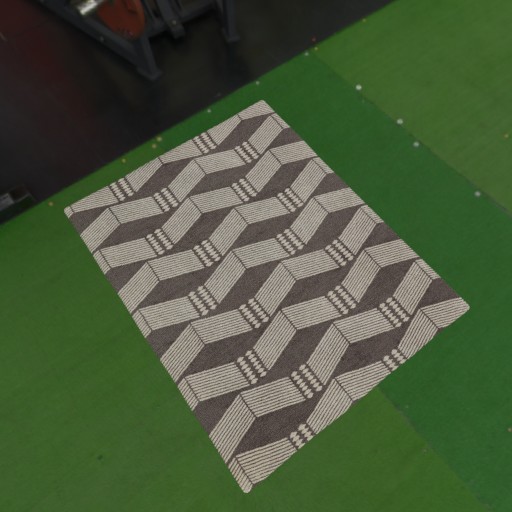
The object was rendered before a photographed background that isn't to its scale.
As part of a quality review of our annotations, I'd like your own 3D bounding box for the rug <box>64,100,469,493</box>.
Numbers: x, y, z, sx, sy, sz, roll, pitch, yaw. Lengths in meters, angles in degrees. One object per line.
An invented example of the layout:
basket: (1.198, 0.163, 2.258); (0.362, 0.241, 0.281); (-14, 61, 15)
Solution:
rug: (0.000, 0.000, 4.107); (2.438, 0.016, 3.048); (-34, 69, -15)
